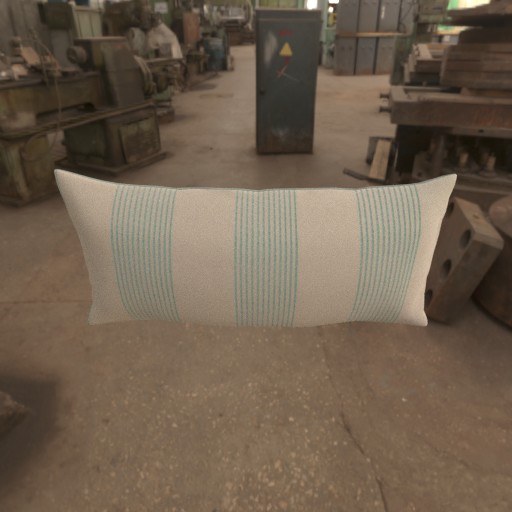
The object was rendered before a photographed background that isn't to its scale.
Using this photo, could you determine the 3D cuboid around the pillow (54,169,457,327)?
[{"bbox_3d":[0.000,0.000,0.729,0.610,0.287,0.151,0,29,1],"label":"pillow"}]
